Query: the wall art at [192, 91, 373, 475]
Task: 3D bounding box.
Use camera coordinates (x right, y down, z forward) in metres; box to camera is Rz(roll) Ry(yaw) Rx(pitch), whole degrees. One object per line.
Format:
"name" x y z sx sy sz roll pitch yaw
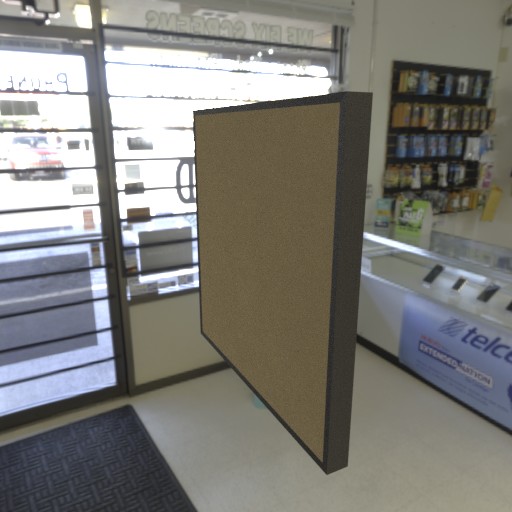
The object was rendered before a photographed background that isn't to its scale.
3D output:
"wall art" 0.000 0.000 0.780 0.037 0.507 0.509 -8 18 -26
